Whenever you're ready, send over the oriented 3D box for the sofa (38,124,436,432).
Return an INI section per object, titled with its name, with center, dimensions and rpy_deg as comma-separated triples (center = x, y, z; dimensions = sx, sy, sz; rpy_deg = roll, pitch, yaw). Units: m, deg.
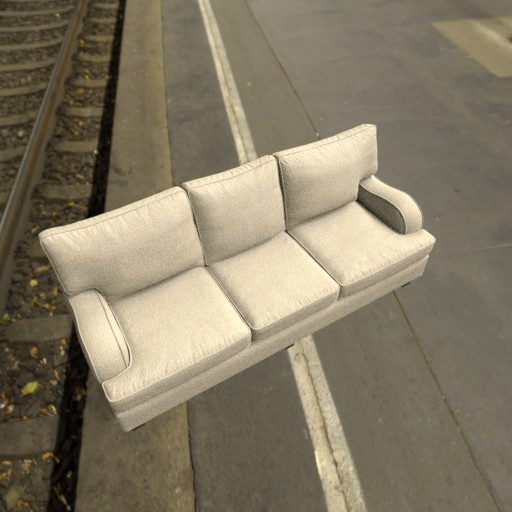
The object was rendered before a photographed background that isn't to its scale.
[sofa]
center = 0.000, 0.000, 2.881
dimensions = 2.323, 0.991, 1.016
rpy_deg = -23, 50, -21
